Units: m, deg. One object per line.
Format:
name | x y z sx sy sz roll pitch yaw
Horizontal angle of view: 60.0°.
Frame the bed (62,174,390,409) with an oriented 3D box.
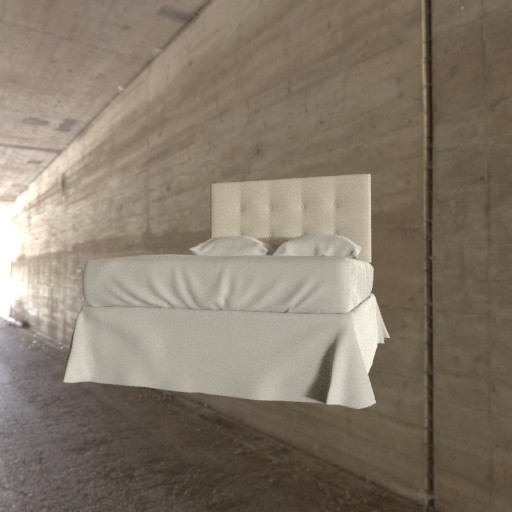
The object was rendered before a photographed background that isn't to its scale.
bed | 0.000 0.000 3.446 1.936 1.577 2.222 0 -2 18
